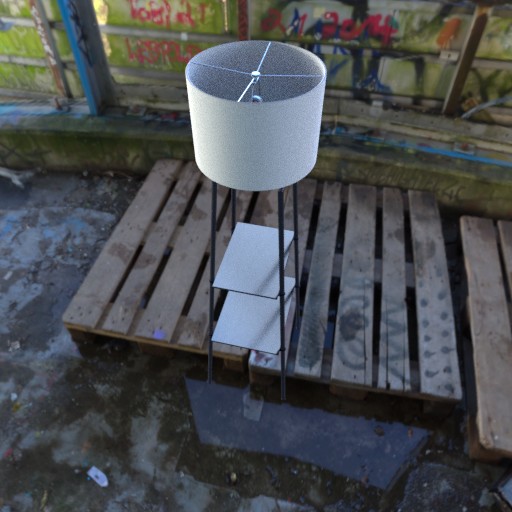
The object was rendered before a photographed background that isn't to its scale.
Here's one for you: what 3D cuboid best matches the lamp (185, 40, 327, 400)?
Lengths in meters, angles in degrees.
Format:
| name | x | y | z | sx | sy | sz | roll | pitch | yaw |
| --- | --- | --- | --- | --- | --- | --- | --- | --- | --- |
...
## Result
| name | x | y | z | sx | sy | sz | roll | pitch | yaw |
| --- | --- | --- | --- | --- | --- | --- | --- | --- | --- |
| lamp | 0.000 | 0.000 | 1.725 | 0.384 | 1.474 | 0.427 | 10 | 48 | 9 |
